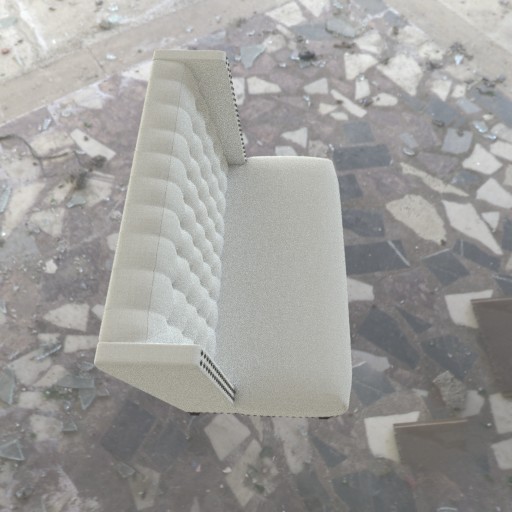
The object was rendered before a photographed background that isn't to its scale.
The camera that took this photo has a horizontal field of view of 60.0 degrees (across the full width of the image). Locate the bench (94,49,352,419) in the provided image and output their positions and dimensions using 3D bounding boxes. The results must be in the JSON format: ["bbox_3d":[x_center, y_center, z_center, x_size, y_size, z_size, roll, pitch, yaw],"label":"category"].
[{"bbox_3d":[0.000,0.000,1.964,0.847,1.123,1.280,1,63,1],"label":"bench"}]
